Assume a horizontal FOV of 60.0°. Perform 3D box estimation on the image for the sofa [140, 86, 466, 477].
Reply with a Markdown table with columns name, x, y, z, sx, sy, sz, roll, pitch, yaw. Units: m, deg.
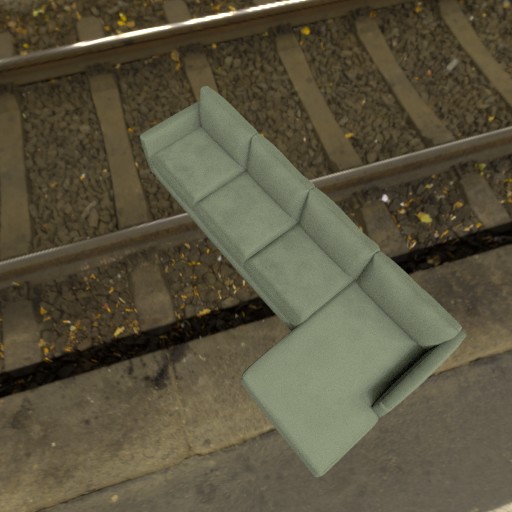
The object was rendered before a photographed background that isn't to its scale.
| name | x | y | z | sx | sy | sz | roll | pitch | yaw |
| --- | --- | --- | --- | --- | --- | --- | --- | --- | --- |
| sofa | 0.000 | 0.000 | 3.220 | 1.255 | 0.756 | 2.725 | -36 | 69 | -16 |
